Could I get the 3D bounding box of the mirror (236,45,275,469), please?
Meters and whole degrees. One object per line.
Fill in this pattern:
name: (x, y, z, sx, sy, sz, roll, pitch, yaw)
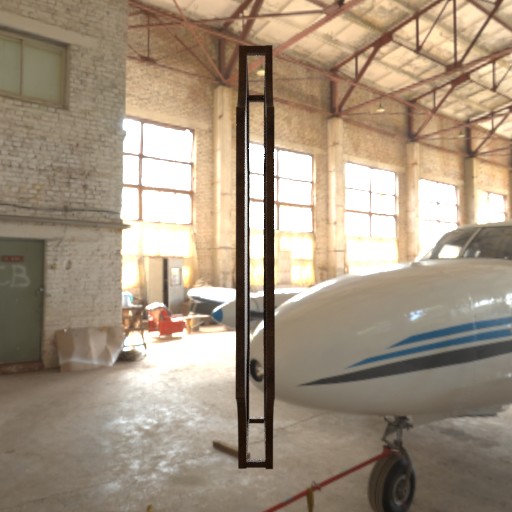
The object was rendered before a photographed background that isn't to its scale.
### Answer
mirror: (0.000, 0.000, 0.975, 0.066, 0.811, 0.462, 0, -2, 0)
